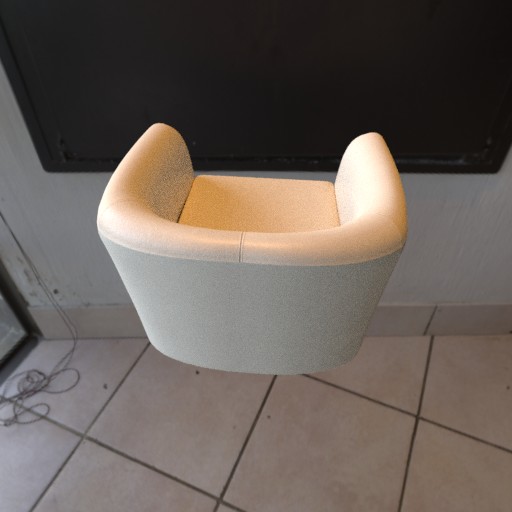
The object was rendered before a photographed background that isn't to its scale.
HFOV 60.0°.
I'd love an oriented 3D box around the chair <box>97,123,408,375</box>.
[{"bbox_3d":[0.000,0.000,1.398,0.792,0.756,0.727,4,45,3],"label":"chair"}]
